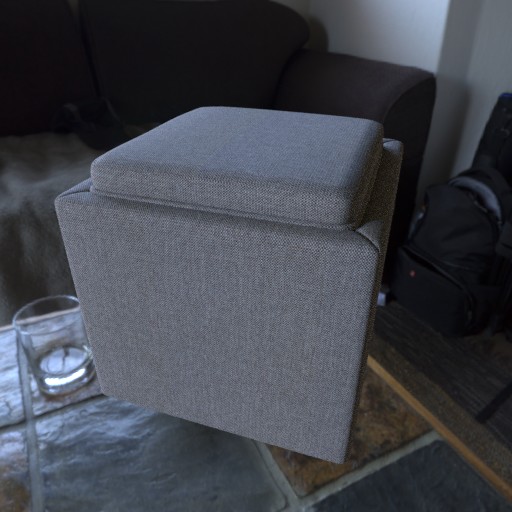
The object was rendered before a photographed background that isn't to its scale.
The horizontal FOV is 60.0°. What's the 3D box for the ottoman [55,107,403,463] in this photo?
[{"bbox_3d":[0.000,0.000,0.813,0.450,0.460,0.450,10,32,16],"label":"ottoman"}]
